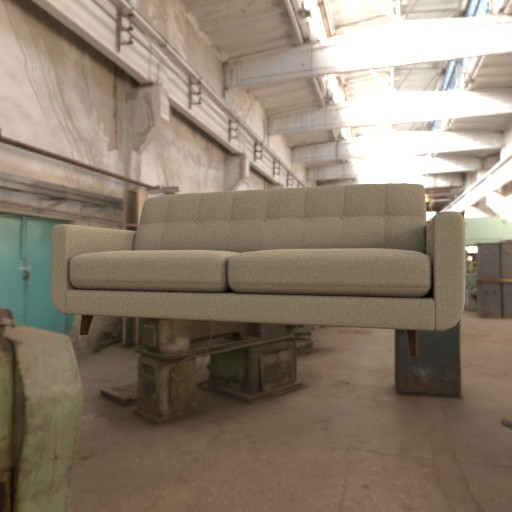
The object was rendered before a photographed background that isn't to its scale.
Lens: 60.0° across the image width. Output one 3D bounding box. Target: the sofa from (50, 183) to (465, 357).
[{"bbox_3d":[0.000,0.000,2.612,2.137,0.892,0.980,0,-1,18],"label":"sofa"}]
